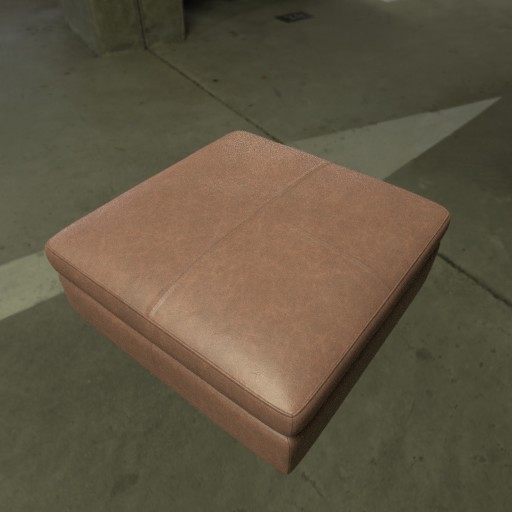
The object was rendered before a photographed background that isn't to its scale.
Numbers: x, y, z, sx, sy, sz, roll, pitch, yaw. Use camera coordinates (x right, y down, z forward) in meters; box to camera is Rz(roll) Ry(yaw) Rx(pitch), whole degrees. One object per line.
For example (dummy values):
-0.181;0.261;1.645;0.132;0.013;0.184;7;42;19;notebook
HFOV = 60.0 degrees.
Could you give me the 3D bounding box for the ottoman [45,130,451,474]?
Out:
0.000;0.000;1.814;1.168;0.490;1.168;28;50;27;ottoman
